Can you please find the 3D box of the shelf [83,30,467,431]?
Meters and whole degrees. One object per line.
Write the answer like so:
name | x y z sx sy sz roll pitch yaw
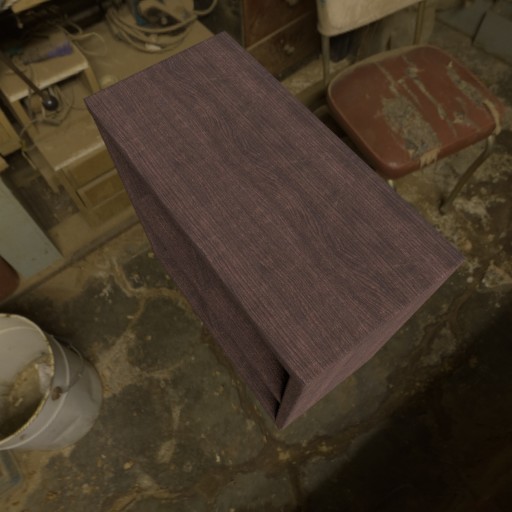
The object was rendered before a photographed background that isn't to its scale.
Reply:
shelf | 0.000 0.000 1.265 0.390 0.786 0.790 -34 68 -15
